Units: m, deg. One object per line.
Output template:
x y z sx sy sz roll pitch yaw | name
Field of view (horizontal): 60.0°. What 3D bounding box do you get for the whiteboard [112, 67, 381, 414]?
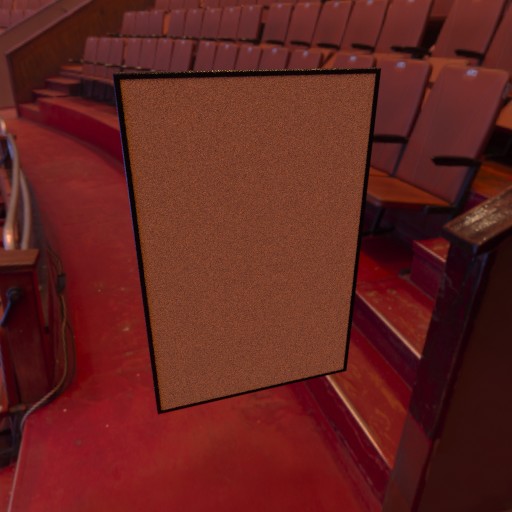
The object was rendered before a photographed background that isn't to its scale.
0.000 0.000 0.786 0.406 0.611 0.026 -8 27 -16 | whiteboard
